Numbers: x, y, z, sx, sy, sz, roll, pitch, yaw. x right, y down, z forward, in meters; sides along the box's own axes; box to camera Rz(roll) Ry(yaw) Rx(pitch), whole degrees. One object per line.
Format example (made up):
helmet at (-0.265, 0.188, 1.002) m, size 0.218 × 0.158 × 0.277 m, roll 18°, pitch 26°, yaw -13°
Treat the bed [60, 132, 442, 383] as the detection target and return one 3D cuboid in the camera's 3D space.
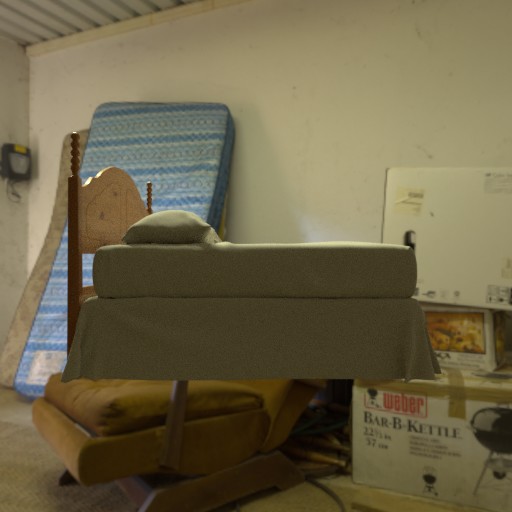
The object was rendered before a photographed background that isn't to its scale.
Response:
bed at (0.000, 0.000, 3.228) m, size 2.040 × 1.356 × 1.873 m, roll 0°, pitch 0°, yaw 1°
